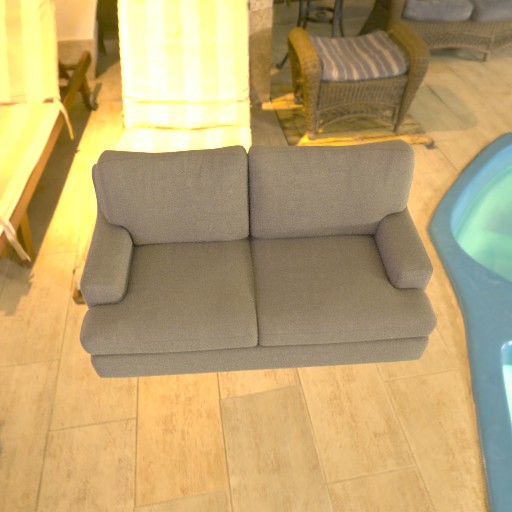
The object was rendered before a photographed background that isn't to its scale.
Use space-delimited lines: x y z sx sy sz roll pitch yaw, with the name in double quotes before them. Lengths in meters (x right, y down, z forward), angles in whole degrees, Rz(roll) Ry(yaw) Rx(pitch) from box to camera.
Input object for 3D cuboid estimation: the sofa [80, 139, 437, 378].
"sofa" 0.000 0.000 2.470 1.855 0.980 0.962 -3 47 -3
